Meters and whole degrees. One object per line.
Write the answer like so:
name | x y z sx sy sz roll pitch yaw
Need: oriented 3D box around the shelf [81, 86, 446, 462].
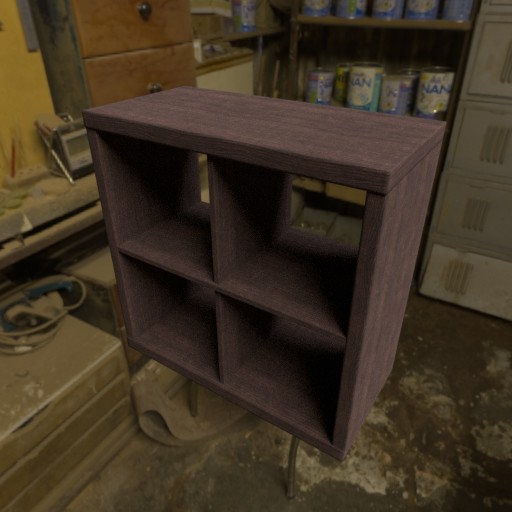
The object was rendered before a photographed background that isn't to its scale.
shelf | 0.000 0.000 1.267 0.790 0.786 0.390 19 36 28
